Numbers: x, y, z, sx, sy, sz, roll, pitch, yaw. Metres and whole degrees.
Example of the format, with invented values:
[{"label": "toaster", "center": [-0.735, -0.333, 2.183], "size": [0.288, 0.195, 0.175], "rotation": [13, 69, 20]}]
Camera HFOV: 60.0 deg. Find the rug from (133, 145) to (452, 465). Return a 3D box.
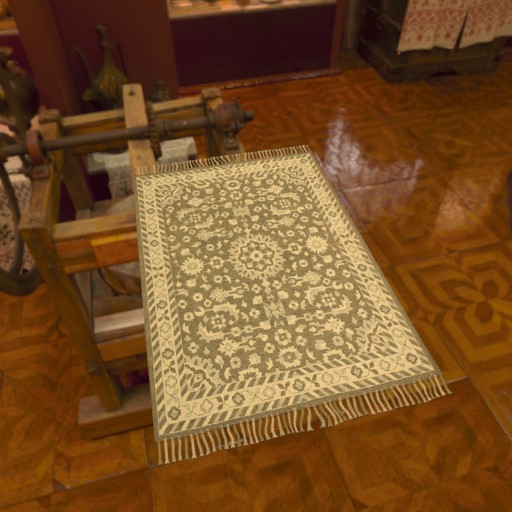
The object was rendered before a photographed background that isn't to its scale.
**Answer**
[{"label": "rug", "center": [0.000, 0.000, 2.978], "size": [1.530, 0.025, 2.431], "rotation": [-10, 47, -9]}]
